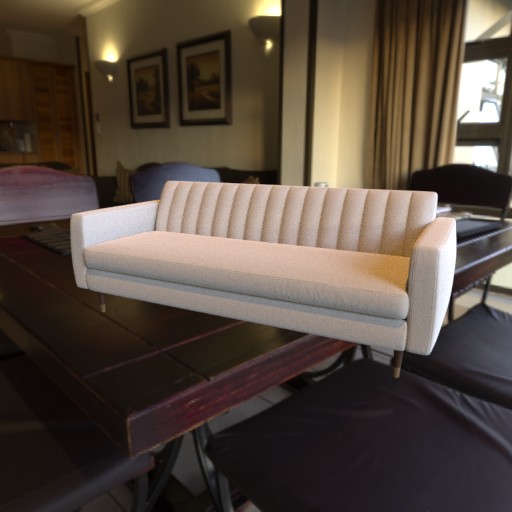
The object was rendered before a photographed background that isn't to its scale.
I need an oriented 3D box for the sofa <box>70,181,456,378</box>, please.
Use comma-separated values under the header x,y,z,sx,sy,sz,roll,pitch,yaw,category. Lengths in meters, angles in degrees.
x,y,z,sx,sy,sz,roll,pitch,yaw,category
0.000,0.000,2.806,2.291,0.821,0.990,7,16,26,sofa
